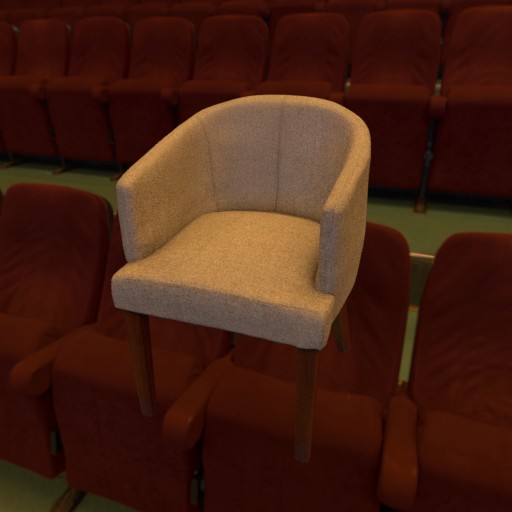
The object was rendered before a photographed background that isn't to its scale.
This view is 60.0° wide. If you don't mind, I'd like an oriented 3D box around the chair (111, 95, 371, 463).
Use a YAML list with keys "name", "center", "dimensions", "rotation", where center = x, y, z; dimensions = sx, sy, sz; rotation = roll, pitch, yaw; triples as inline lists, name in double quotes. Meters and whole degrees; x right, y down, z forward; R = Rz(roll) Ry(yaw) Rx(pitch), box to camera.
- name: "chair"
  center: [0.000, 0.000, 1.265]
  dimensions: [0.583, 0.811, 0.655]
  rotation: [8, 27, 17]
